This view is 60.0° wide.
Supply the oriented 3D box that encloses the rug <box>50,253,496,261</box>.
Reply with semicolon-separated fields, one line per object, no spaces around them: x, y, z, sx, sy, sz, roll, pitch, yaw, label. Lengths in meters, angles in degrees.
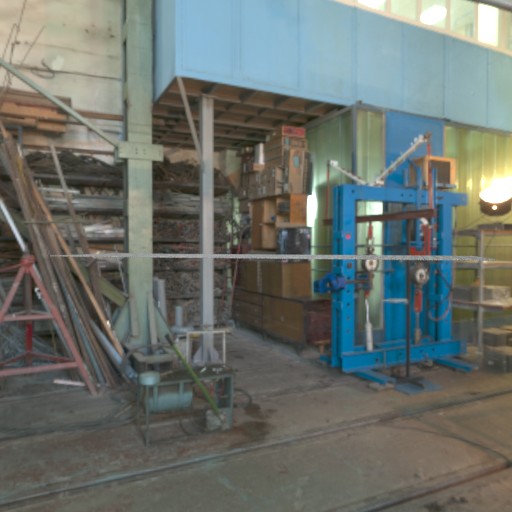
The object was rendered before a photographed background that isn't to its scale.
0.000;0.000;2.652;2.443;0.009;0.706;0;1;19;rug
